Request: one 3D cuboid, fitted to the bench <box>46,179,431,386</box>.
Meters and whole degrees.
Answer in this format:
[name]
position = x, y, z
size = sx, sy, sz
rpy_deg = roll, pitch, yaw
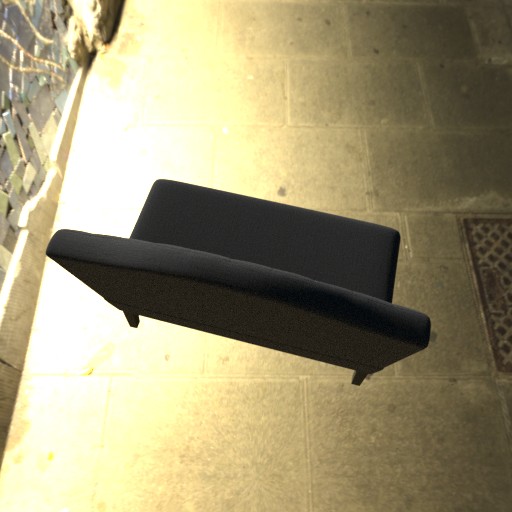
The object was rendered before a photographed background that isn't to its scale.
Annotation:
[bench]
position = 0.000, 0.000, 2.024
size = 1.335, 1.180, 0.815
rpy_deg = 13, 64, 6
